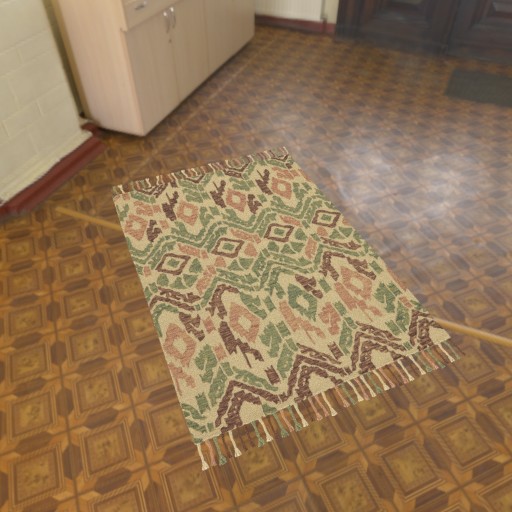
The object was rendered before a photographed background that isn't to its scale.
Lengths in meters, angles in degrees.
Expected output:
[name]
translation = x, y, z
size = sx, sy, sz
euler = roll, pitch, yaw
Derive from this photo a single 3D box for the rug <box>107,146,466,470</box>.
[rug]
translation = 0.000, 0.000, 2.312
size = 1.219, 0.010, 1.829
euler = -17, 47, -16
